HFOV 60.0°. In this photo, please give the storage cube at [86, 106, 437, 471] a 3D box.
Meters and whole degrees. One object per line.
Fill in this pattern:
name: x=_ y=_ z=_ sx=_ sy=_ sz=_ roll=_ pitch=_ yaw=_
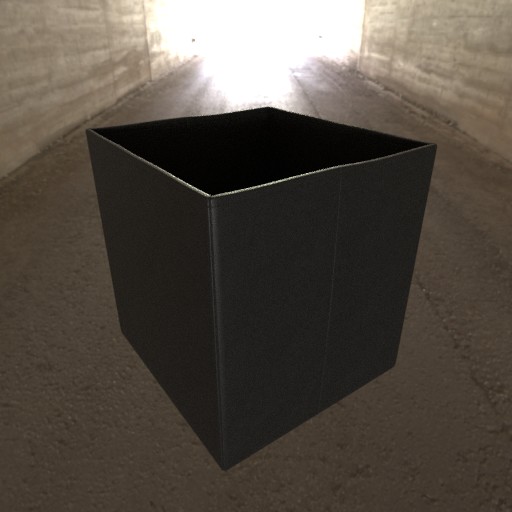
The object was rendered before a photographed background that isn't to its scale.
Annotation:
storage cube: x=0.000 y=0.000 z=0.519 sx=0.270 sy=0.280 sz=0.270 roll=-19 pitch=33 yaw=-31
